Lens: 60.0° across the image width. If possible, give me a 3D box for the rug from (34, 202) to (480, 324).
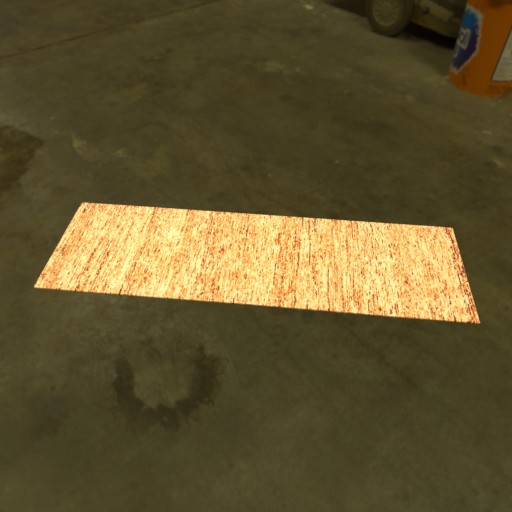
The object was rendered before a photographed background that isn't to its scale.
[{"bbox_3d":[0.000,0.000,2.438,2.237,0.014,0.680,4,47,4],"label":"rug"}]
